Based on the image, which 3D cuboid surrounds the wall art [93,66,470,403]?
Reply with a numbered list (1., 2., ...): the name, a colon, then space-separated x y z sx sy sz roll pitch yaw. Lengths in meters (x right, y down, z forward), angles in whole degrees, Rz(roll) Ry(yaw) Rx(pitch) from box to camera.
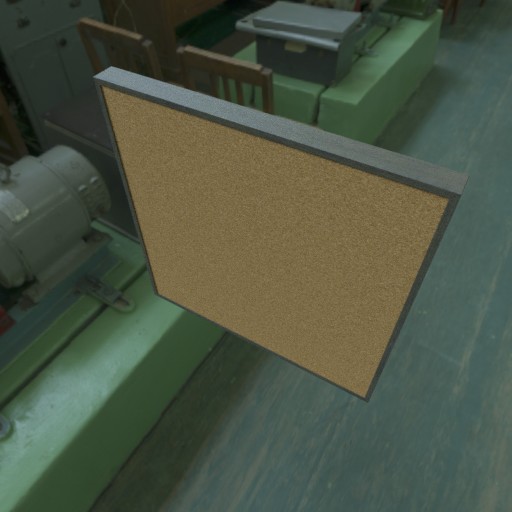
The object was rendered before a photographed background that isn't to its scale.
1. wall art: 0.000 0.000 0.737 0.507 0.507 0.037 23 52 19
